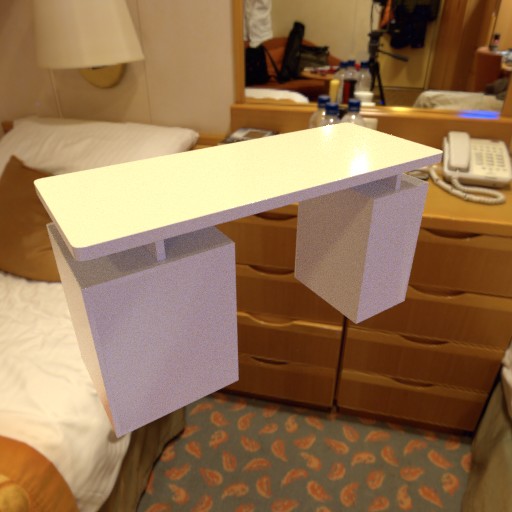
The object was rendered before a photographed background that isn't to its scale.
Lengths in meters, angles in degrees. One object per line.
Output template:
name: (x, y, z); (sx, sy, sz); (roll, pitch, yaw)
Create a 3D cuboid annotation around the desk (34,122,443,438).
desk: (0.000, 0.000, 1.783); (1.400, 0.762, 0.550); (-18, 35, -28)
